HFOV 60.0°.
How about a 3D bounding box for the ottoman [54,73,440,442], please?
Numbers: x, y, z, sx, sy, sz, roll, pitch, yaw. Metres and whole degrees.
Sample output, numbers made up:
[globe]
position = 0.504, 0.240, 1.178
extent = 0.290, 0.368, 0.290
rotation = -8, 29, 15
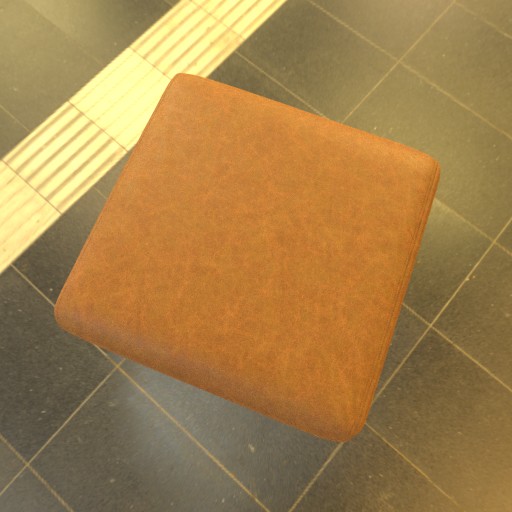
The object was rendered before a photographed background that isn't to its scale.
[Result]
[ottoman]
position = 0.000, 0.000, 1.069
extent = 0.650, 0.399, 0.650
rotation = 21, 76, 6
